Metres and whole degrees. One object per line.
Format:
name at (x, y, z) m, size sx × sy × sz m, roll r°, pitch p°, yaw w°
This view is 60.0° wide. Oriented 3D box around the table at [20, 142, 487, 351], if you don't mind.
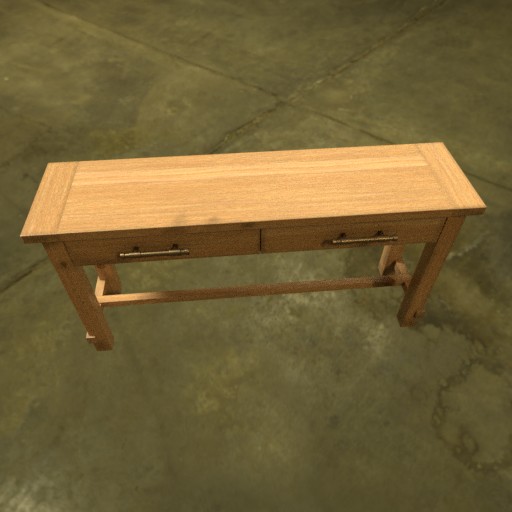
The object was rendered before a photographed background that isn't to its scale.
table at (0.000, 0.000, 1.916) m, size 1.599 × 0.762 × 0.442 m, roll -4°, pitch 47°, yaw -4°
